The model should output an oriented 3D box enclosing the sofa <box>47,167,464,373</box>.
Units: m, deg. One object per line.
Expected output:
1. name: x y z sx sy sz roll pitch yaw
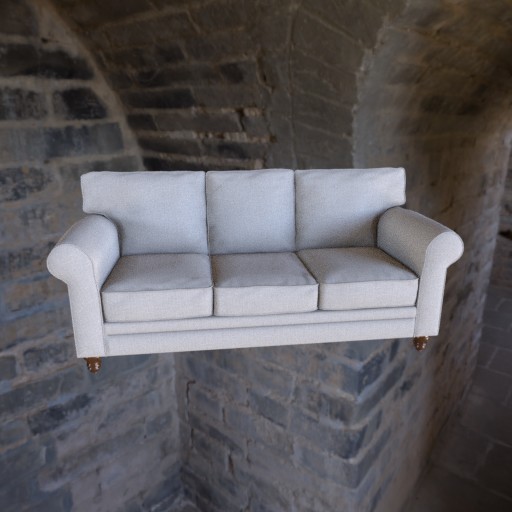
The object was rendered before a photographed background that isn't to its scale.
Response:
1. sofa: 0.000 0.000 2.614 2.084 0.961 0.916 -2 17 -7
